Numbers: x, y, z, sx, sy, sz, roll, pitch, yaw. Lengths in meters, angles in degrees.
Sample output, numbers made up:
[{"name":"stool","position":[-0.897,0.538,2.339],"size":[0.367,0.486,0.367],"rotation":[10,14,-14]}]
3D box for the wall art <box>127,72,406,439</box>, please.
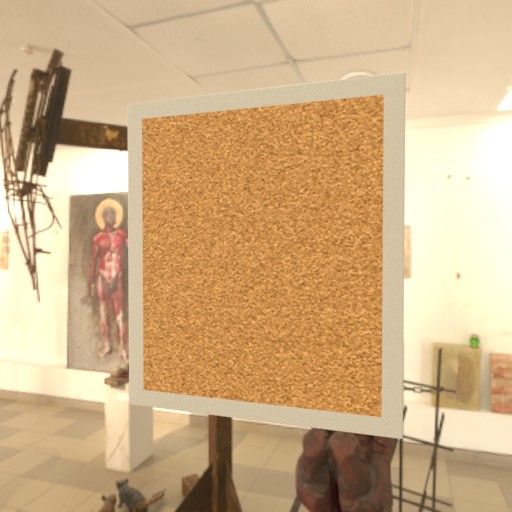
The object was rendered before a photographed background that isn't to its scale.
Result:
[{"name":"wall art","position":[0.000,0.000,0.522],"size":[0.331,0.381,0.028],"rotation":[0,1,18]}]
